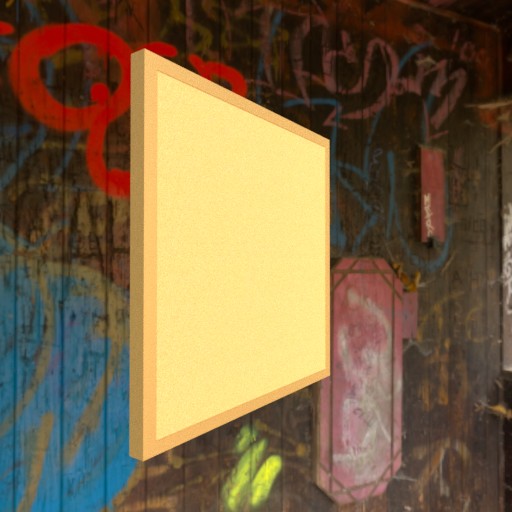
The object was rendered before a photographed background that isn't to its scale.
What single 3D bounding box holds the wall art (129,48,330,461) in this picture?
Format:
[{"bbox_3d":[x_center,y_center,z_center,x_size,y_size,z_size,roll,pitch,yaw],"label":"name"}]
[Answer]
[{"bbox_3d":[0.000,0.000,2.877,0.099,1.926,1.926,-1,-1,36],"label":"wall art"}]
